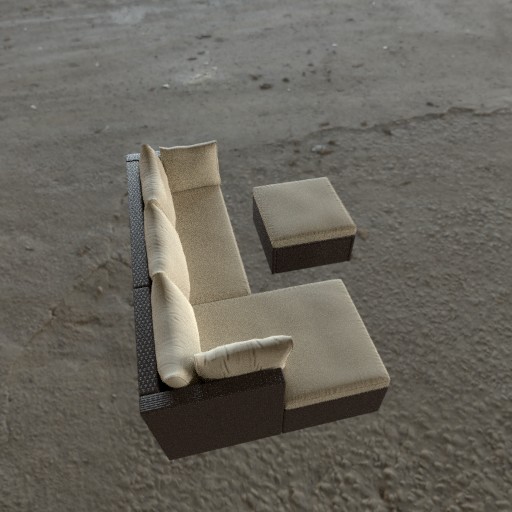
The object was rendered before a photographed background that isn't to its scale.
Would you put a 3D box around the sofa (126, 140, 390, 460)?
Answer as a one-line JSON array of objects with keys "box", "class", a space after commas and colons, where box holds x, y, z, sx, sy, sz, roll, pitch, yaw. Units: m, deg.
[{"box": [0.000, 0.000, 3.074, 1.612, 0.766, 2.192, -10, 47, -9], "class": "sofa"}]
